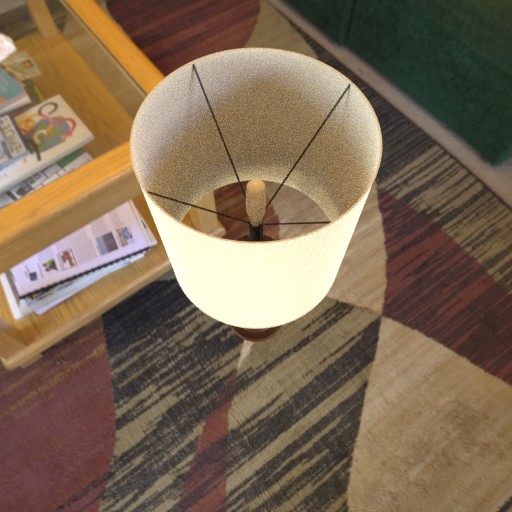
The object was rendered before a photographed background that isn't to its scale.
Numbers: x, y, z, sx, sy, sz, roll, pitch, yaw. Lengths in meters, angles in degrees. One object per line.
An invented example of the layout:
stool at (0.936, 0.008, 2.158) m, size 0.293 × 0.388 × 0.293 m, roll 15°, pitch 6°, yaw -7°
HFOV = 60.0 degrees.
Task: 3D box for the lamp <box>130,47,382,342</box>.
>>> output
lamp at (0.000, 0.000, 0.572) m, size 0.208 × 0.455 × 0.208 m, roll 33°, pitch 68°, yaw 15°
